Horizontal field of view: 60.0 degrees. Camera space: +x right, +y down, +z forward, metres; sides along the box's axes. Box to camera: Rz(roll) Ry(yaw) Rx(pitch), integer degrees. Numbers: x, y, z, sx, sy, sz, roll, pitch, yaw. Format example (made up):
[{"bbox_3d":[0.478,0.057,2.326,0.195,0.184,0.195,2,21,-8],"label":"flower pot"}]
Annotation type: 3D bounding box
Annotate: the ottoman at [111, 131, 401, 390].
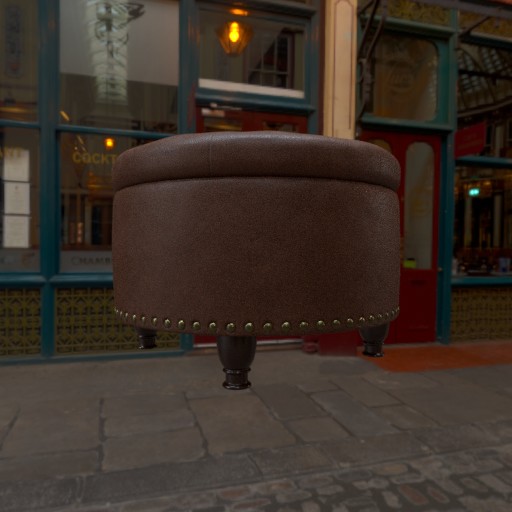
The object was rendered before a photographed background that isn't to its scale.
[{"bbox_3d":[0.000,0.000,1.029,0.637,0.442,0.637,0,1,0],"label":"ottoman"}]
